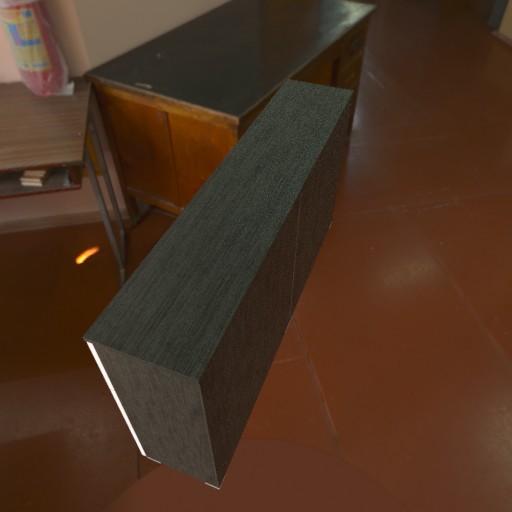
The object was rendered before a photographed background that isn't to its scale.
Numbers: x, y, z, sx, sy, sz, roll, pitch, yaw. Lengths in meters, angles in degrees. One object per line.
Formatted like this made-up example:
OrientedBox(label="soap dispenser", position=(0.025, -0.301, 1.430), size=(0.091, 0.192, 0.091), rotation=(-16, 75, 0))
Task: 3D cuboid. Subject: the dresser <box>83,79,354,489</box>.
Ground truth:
OrientedBox(label="dresser", position=(0.000, 0.000, 1.823), size=(0.333, 0.790, 1.535), rotation=(16, 48, 15))
